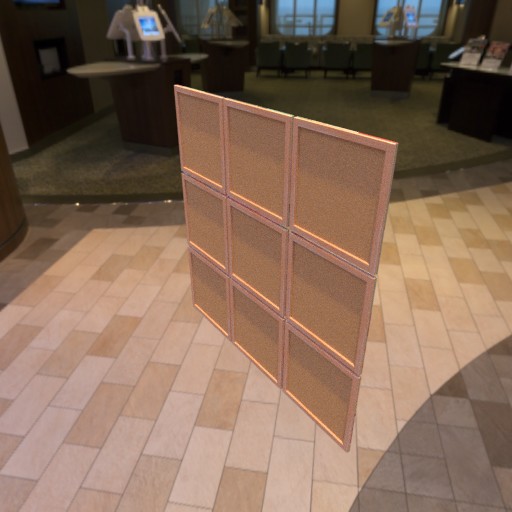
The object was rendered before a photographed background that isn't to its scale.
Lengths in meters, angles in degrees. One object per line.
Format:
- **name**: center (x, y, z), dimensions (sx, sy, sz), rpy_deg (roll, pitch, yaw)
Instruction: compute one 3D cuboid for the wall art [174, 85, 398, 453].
- **wall art**: center (0.000, 0.000, 1.398), dimensions (0.012, 0.910, 0.911), rpy_deg (-20, 35, -31)
